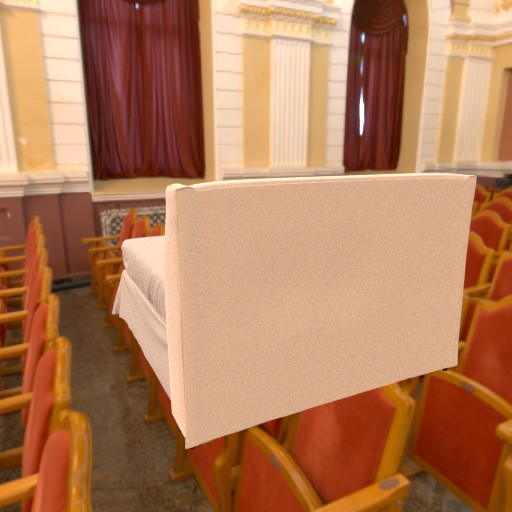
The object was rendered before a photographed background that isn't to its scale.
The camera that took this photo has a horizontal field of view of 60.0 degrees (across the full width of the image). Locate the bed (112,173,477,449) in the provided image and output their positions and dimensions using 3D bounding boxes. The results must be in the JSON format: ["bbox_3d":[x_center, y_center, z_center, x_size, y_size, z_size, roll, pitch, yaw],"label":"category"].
[{"bbox_3d":[0.000,0.000,3.411,1.925,1.332,2.276,-7,15,-26],"label":"bed"}]
